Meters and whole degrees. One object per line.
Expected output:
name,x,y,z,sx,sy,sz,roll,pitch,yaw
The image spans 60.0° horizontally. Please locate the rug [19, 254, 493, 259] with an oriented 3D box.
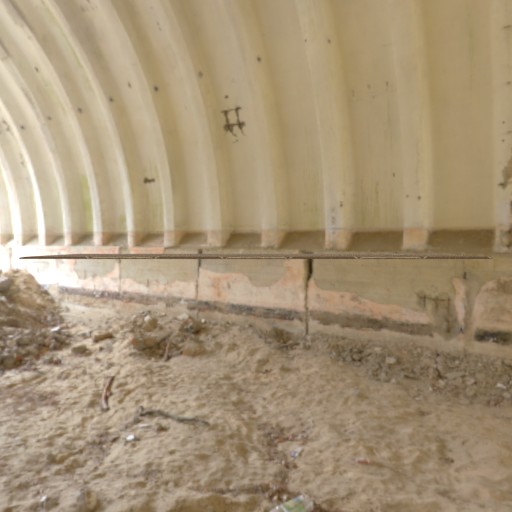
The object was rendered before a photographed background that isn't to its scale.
rug,0.000,0.000,2.686,2.464,0.012,0.773,0,1,0
